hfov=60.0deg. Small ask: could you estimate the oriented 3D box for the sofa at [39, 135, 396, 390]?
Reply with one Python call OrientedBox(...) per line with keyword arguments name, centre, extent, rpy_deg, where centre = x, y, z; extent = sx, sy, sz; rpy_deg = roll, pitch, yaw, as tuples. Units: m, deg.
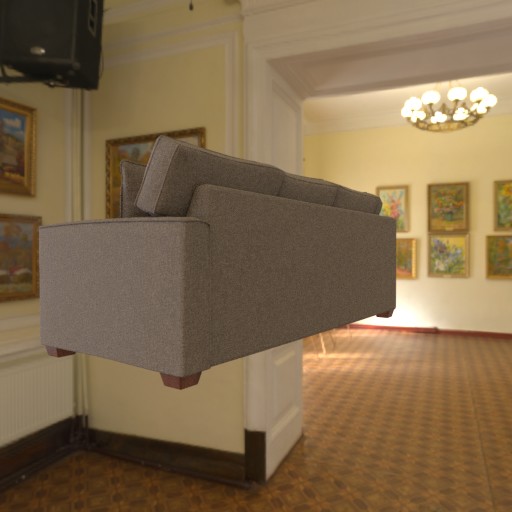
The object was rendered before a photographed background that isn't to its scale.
OrientedBox(name="sofa", centre=(0.000, 0.000, 2.810), extent=(1.061, 0.962, 2.317), rpy_deg=(0, 1, 36))
